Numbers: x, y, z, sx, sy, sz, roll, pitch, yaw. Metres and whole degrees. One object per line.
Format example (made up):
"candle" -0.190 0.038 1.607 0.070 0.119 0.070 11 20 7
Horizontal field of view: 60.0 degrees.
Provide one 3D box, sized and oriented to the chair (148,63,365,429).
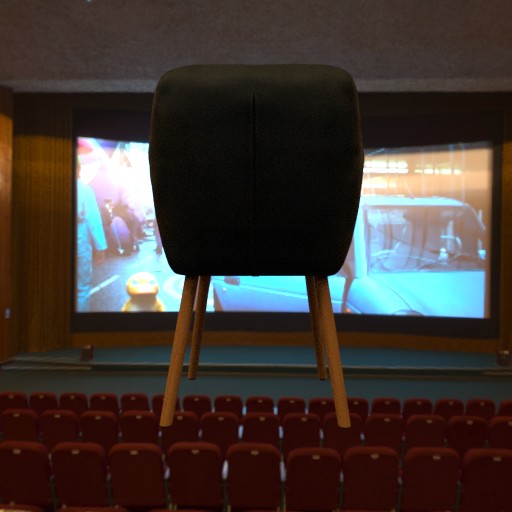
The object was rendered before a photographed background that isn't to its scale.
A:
"chair" 0.000 0.000 1.225 0.578 0.826 0.573 0 -1 1
